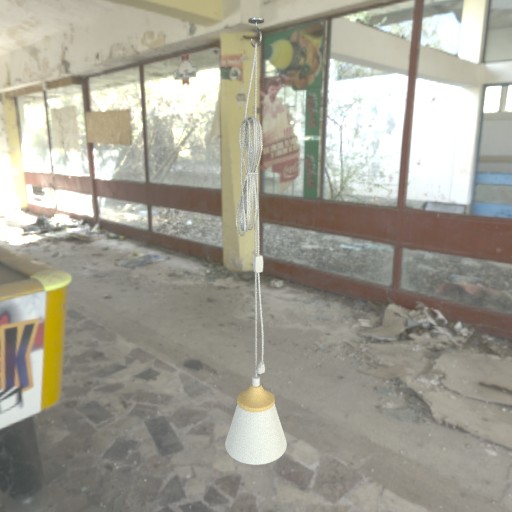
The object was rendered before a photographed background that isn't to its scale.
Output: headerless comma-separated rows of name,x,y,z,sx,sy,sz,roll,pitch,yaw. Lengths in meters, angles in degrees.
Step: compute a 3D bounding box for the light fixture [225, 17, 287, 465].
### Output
light fixture,0.000,0.000,0.995,0.153,0.966,0.153,-3,14,-10
